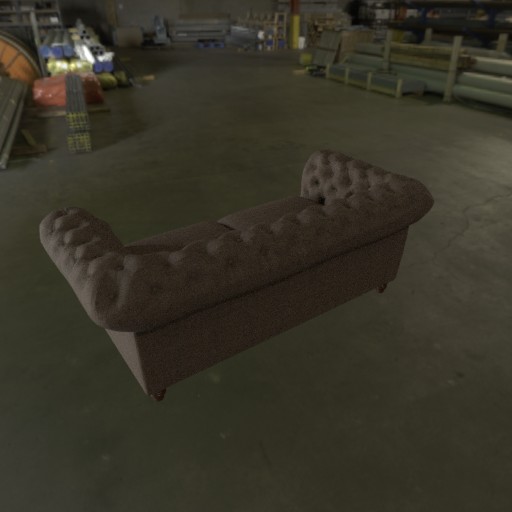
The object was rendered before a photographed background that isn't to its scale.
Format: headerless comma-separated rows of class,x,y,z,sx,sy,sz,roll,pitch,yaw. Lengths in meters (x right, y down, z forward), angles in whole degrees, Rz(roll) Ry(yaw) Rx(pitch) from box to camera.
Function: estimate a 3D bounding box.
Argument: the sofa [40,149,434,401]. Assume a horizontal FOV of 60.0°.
sofa,0.000,0.000,2.546,2.048,0.780,0.944,-19,35,-30
